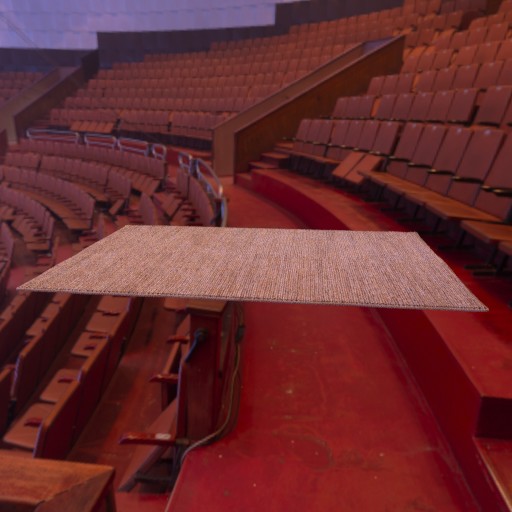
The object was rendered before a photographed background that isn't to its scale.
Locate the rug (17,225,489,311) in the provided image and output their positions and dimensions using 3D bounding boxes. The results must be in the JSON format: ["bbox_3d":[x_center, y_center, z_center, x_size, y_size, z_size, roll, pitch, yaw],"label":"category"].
[{"bbox_3d":[0.000,0.000,2.981,2.438,0.034,1.521,2,17,6],"label":"rug"}]
